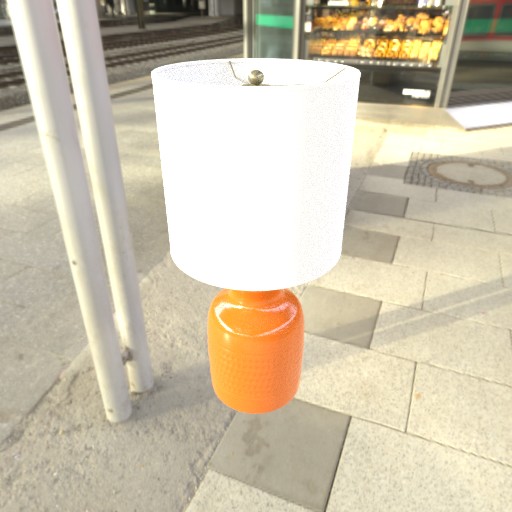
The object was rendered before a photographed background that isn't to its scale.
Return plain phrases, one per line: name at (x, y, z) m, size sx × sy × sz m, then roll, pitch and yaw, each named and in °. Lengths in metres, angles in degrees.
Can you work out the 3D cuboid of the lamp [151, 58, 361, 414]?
lamp at (0.000, 0.000, 1.117) m, size 0.418 × 0.871 × 0.418 m, roll 10°, pitch 31°, yaw 18°
